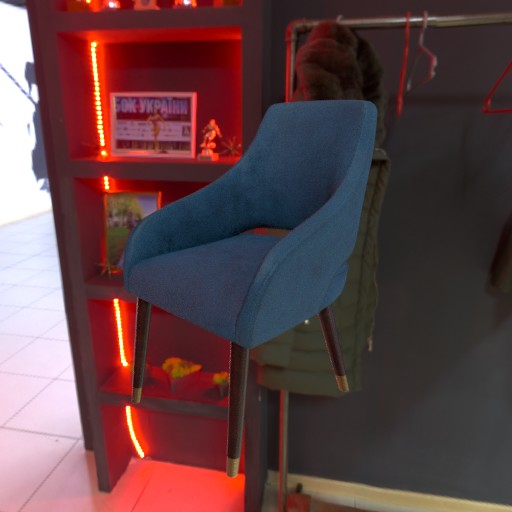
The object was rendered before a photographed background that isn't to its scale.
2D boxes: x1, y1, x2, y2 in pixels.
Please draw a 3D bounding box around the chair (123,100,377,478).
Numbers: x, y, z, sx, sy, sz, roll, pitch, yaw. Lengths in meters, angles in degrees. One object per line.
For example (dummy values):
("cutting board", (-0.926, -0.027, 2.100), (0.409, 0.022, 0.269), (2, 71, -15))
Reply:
("chair", (0.000, 0.000, 1.601), (0.683, 1.081, 0.794), (16, 23, 41))
